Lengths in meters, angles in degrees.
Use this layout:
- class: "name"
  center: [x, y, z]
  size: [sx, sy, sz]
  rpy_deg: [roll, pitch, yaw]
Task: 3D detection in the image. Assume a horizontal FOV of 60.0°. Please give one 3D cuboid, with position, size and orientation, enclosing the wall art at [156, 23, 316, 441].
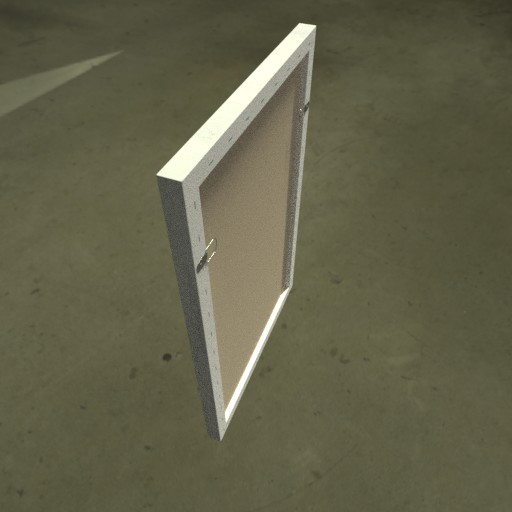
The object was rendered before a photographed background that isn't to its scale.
- class: "wall art"
  center: [0.000, 0.000, 1.135]
  size: [0.043, 0.914, 0.624]
  rpy_deg: [17, 49, 15]
